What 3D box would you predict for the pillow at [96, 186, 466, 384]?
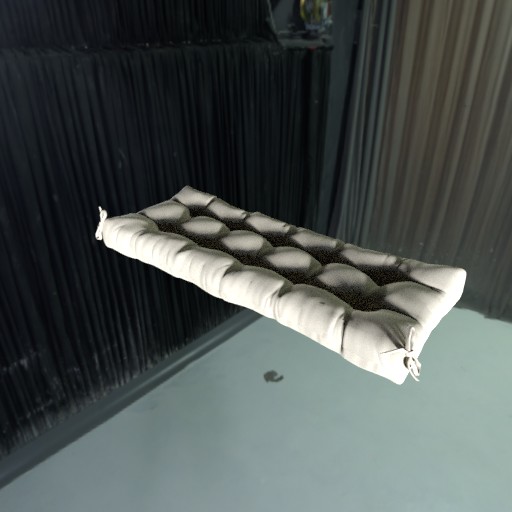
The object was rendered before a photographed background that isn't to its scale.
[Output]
[{"bbox_3d":[0.000,0.000,1.398,1.194,0.174,0.511,21,35,32],"label":"pillow"}]
